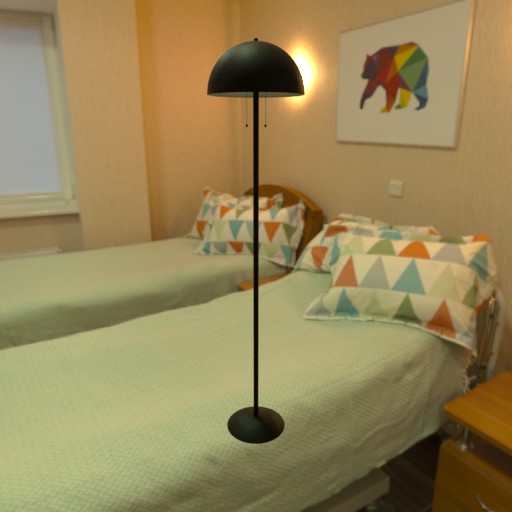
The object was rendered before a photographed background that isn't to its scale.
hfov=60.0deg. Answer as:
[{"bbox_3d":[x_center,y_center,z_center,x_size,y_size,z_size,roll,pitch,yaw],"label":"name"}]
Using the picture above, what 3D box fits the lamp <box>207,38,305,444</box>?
[{"bbox_3d":[0.000,0.000,1.657,0.328,1.480,0.328,9,19,27],"label":"lamp"}]
